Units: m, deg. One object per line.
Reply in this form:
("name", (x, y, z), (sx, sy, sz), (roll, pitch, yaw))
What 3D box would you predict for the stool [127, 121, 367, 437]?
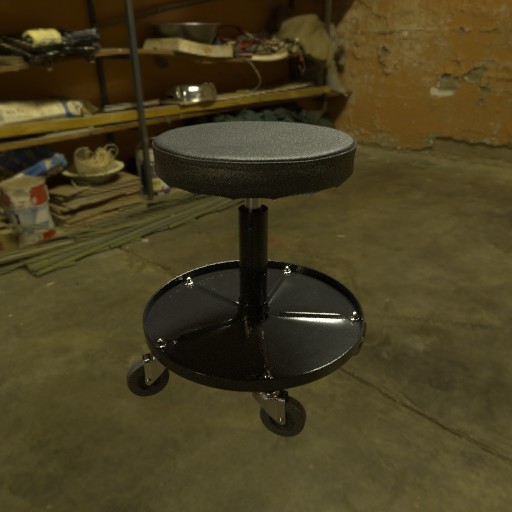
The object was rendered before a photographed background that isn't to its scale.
("stool", (0.000, 0.000, 0.681), (0.381, 0.365, 0.382), (0, 26, 0))
